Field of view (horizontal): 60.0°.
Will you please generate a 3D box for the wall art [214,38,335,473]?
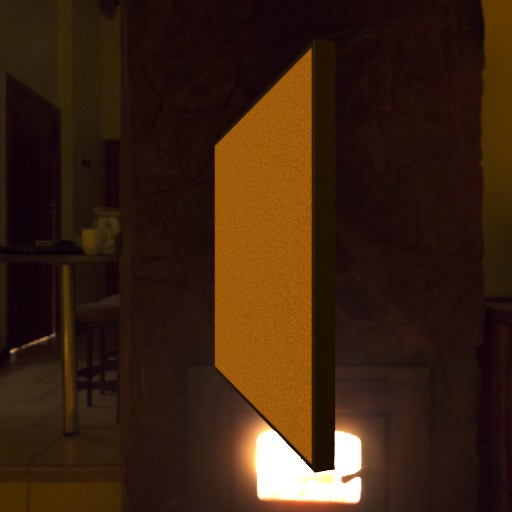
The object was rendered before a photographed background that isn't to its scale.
[{"bbox_3d":[0.000,0.000,0.767,0.028,0.511,0.513,0,0,-19],"label":"wall art"}]
